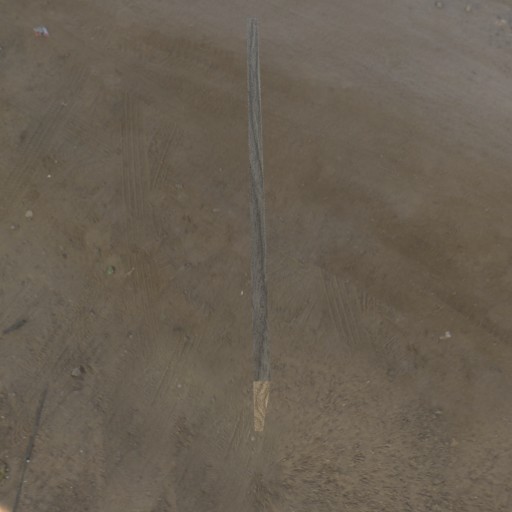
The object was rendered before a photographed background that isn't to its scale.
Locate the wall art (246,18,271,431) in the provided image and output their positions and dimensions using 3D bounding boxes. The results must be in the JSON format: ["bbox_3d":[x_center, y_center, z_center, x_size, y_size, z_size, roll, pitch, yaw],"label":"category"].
[{"bbox_3d":[0.000,0.000,0.746,0.016,0.507,0.508,-1,64,-1],"label":"wall art"}]
